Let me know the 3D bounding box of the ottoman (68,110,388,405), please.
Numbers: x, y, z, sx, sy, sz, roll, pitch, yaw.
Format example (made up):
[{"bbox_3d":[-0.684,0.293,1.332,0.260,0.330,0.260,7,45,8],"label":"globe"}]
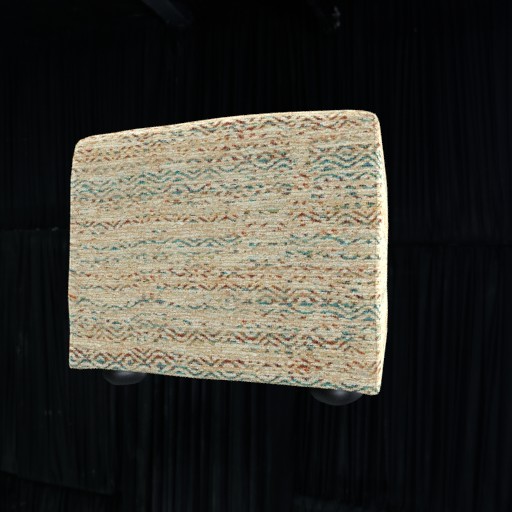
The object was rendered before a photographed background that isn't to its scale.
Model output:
[{"bbox_3d":[0.000,0.000,0.910,0.512,0.453,0.521,0,0,17],"label":"ottoman"}]
